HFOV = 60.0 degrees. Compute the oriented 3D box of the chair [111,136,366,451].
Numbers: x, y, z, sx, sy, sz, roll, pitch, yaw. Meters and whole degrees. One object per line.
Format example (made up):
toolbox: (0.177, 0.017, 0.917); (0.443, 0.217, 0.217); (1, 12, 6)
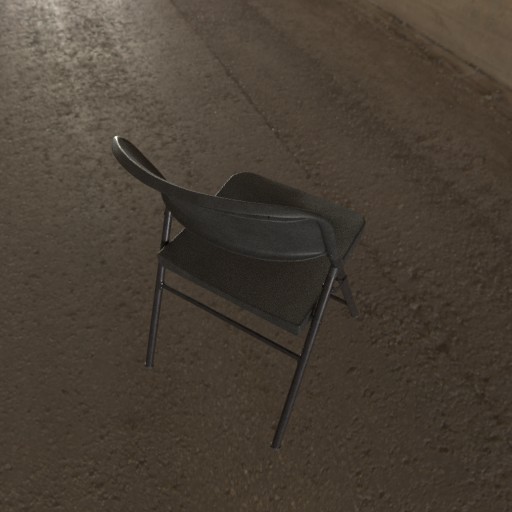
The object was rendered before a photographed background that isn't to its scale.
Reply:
chair: (0.000, 0.000, 1.174); (0.494, 0.810, 0.566); (25, 51, 22)
